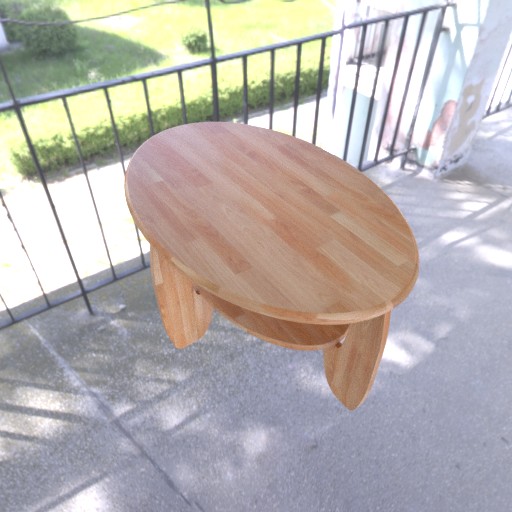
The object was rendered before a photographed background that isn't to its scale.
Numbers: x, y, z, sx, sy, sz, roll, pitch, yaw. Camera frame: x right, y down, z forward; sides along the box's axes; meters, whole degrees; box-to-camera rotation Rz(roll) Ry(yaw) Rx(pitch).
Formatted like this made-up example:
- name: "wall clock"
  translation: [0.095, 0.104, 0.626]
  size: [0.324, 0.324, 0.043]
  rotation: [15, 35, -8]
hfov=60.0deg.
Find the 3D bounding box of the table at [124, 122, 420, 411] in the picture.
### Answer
- name: "table"
  translation: [0.000, 0.000, 1.424]
  size: [0.690, 0.490, 1.040]
  rotation: [-25, 48, -25]
